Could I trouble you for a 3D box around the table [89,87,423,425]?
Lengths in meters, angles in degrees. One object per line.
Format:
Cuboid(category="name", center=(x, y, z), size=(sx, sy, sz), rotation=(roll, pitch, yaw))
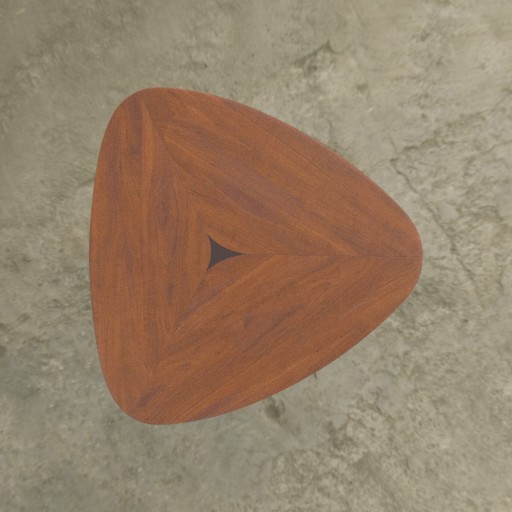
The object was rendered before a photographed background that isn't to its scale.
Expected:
Cuboid(category="table", center=(0.000, 0.000, 1.295), size=(0.821, 0.413, 0.833), rotation=(0, 90, 0))
